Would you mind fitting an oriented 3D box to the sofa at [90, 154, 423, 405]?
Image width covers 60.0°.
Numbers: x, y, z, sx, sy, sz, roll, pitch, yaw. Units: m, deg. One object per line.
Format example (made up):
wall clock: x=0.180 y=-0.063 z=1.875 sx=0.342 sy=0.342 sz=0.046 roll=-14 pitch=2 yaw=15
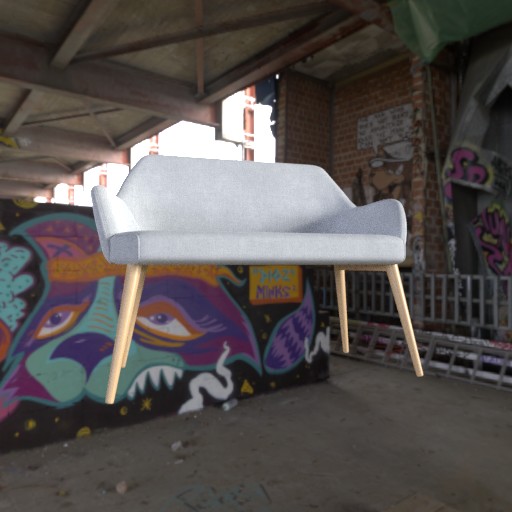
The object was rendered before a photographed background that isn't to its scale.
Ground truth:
sofa: x=0.000 y=0.000 z=1.649 sx=1.150 sy=0.840 sz=0.610 roll=0 pitch=-1 yaw=-17
